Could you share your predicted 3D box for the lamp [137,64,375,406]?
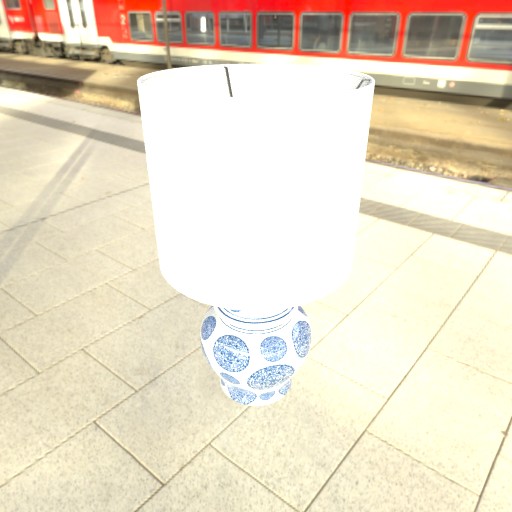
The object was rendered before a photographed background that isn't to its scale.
[{"bbox_3d":[0.000,0.000,0.504,0.215,0.381,0.215,21,35,32],"label":"lamp"}]
